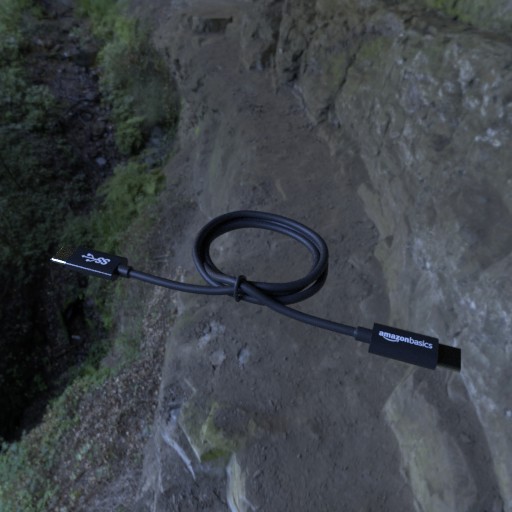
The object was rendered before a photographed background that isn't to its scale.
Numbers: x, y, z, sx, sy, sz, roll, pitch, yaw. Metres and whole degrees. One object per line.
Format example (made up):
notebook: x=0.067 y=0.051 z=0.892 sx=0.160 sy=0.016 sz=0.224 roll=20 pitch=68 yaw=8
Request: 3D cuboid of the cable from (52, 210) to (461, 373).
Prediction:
cable: x=0.000 y=0.000 z=0.211 sx=0.186 sy=0.014 sz=0.070 roll=13 pitch=43 yaw=14
